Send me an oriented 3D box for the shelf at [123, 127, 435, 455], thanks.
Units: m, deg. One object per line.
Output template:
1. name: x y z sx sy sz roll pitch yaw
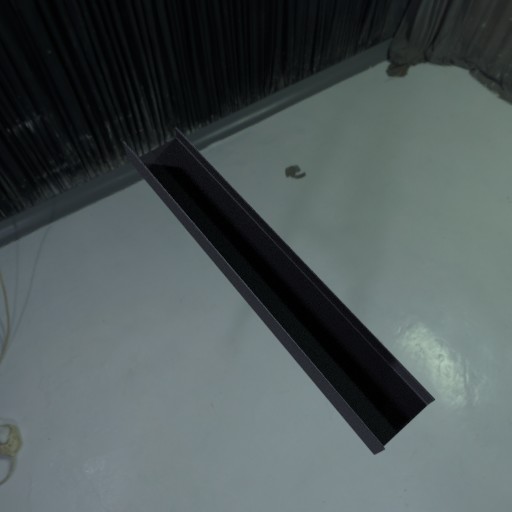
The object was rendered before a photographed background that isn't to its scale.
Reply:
1. shelf: 0.000 0.000 0.661 0.102 0.053 0.605 -34 65 -18
